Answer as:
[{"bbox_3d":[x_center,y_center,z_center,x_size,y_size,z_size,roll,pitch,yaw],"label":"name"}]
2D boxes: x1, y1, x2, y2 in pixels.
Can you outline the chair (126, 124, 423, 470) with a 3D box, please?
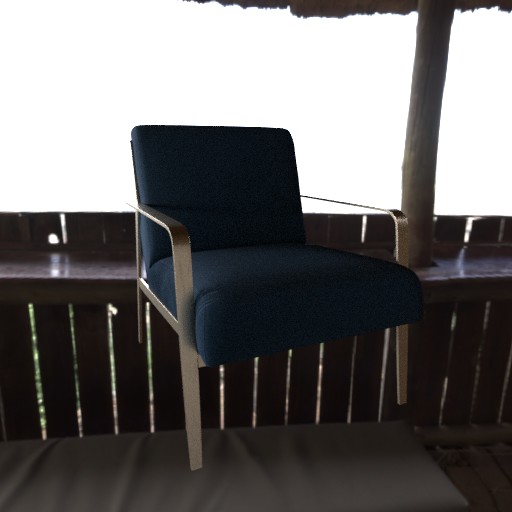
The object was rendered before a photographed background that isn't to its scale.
[{"bbox_3d":[0.000,0.000,1.422,0.692,0.831,0.859,-7,15,-25],"label":"chair"}]
